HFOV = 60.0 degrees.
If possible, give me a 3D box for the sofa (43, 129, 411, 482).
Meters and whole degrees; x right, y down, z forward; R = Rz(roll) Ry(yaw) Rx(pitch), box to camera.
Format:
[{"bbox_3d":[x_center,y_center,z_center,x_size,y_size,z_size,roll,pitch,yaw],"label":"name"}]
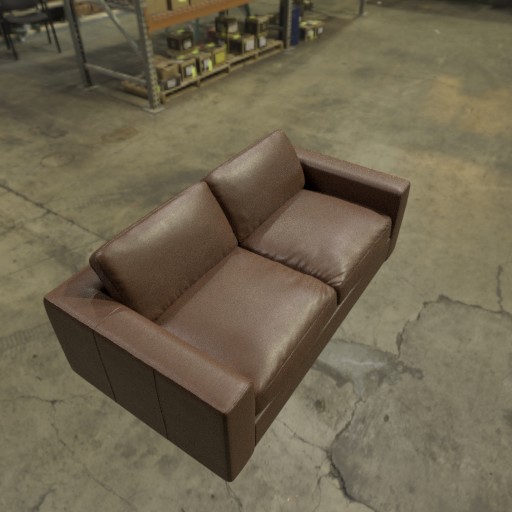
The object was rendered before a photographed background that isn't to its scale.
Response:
[{"bbox_3d":[0.000,0.000,2.465,1.070,0.800,1.920,24,46,25],"label":"sofa"}]
